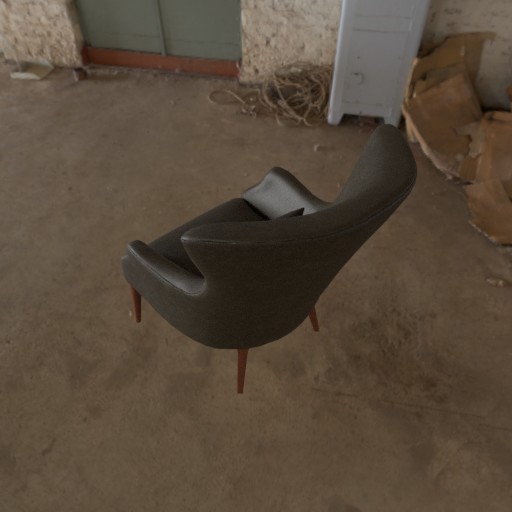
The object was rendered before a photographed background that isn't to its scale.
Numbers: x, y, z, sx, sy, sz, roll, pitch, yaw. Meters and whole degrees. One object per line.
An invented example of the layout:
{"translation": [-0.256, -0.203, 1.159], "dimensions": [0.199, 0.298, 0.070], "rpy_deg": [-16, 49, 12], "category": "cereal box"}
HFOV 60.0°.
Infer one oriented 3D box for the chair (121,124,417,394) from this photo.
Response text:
{"translation": [0.000, 0.000, 1.697], "dimensions": [0.819, 1.068, 0.954], "rpy_deg": [-32, 54, -28], "category": "chair"}
